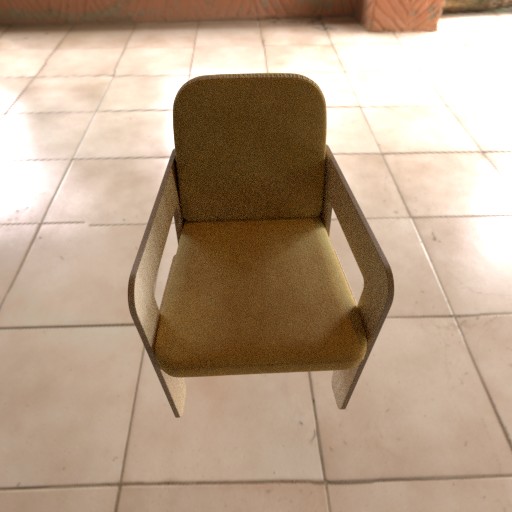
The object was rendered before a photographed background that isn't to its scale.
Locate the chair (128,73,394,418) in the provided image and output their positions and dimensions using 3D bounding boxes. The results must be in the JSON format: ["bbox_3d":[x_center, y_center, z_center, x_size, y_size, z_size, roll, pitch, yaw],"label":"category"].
[{"bbox_3d":[0.000,0.000,1.286,0.590,0.800,0.710,-2,44,-2],"label":"chair"}]
